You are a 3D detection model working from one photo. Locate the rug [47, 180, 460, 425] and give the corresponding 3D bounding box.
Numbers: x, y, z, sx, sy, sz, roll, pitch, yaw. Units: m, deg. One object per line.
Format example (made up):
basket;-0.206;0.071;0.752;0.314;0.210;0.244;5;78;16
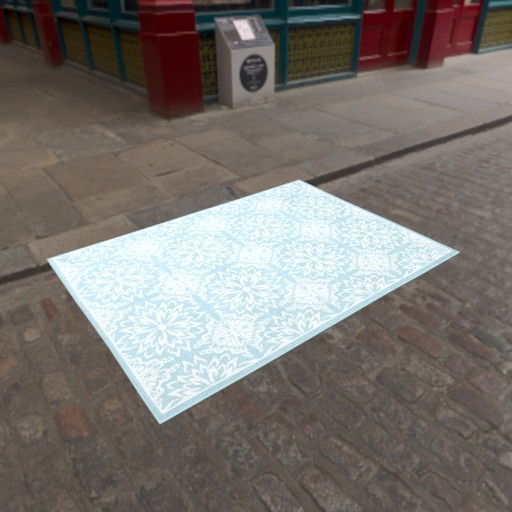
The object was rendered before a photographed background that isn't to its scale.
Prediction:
rug;0.000;0.000;2.908;2.205;0.014;1.589;-22;38;-31
